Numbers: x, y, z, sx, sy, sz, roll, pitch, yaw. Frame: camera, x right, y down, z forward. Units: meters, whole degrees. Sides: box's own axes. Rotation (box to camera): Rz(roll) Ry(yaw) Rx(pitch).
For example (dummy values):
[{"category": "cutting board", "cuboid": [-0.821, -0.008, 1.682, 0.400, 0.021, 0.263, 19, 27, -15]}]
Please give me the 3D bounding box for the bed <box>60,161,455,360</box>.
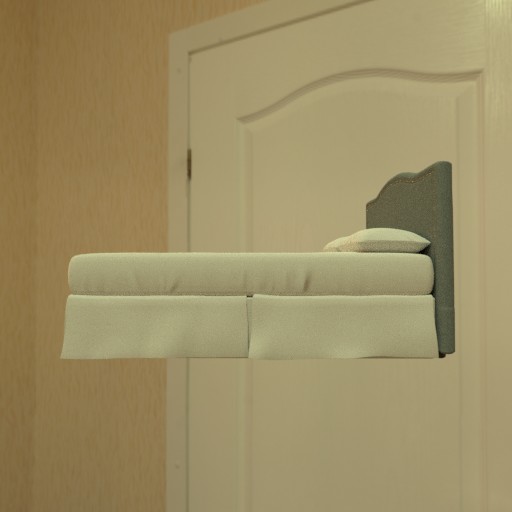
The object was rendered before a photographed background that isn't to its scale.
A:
[{"category": "bed", "cuboid": [0.000, 0.000, 4.028, 2.689, 1.457, 2.161, 0, -1, 1]}]
